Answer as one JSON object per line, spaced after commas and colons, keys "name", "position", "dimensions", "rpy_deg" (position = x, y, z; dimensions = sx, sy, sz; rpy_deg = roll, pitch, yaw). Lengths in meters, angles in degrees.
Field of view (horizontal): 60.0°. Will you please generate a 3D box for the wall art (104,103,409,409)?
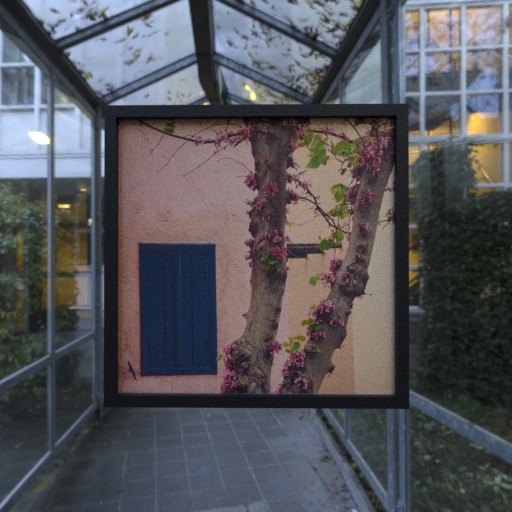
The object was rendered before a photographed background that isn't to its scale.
{"name": "wall art", "position": [0.000, 0.000, 0.462], "dimensions": [0.305, 0.304, 0.038], "rpy_deg": [0, 0, 1]}
